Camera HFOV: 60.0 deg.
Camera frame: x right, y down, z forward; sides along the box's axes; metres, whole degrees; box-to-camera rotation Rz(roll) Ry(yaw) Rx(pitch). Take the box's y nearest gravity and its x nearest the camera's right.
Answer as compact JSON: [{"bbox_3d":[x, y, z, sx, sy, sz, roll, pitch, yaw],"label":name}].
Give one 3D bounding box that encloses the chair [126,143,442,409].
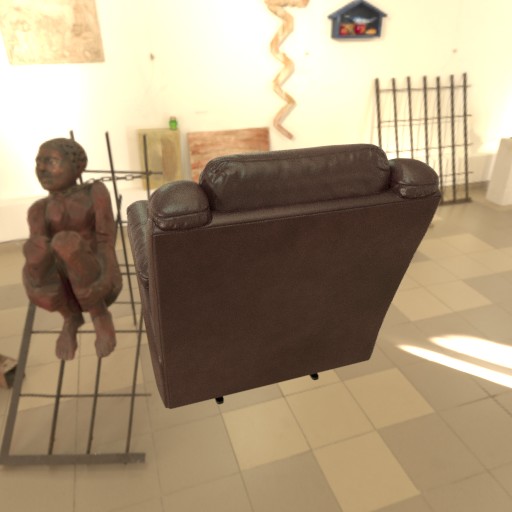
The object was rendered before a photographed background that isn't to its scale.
[{"bbox_3d":[0.000,0.000,1.872,0.990,1.093,1.041,-9,29,-17],"label":"chair"}]
